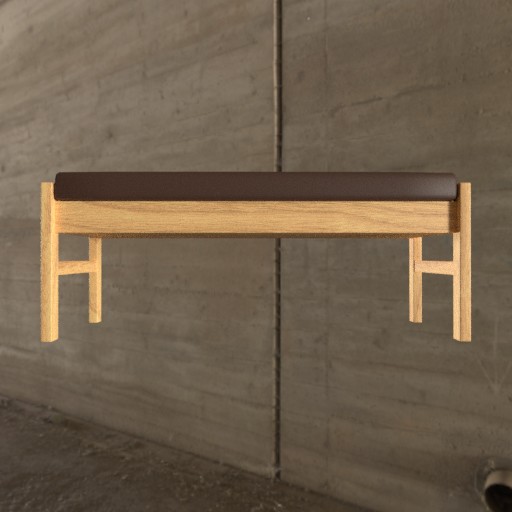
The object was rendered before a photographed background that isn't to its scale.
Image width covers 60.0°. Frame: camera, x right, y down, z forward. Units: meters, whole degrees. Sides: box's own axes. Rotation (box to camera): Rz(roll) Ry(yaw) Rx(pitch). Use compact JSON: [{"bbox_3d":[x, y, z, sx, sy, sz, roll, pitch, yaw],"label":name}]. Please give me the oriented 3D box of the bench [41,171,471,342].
[{"bbox_3d":[0.000,0.000,1.438,1.200,0.480,0.405,0,0,0],"label":"bench"}]
